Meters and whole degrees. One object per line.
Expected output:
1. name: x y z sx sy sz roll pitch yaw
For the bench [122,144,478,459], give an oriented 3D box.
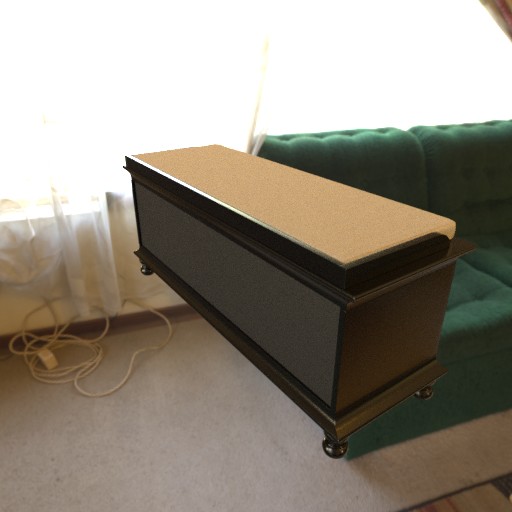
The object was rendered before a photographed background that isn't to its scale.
1. bench: 0.000 0.000 1.429 0.402 0.501 1.185 -17 30 -31
